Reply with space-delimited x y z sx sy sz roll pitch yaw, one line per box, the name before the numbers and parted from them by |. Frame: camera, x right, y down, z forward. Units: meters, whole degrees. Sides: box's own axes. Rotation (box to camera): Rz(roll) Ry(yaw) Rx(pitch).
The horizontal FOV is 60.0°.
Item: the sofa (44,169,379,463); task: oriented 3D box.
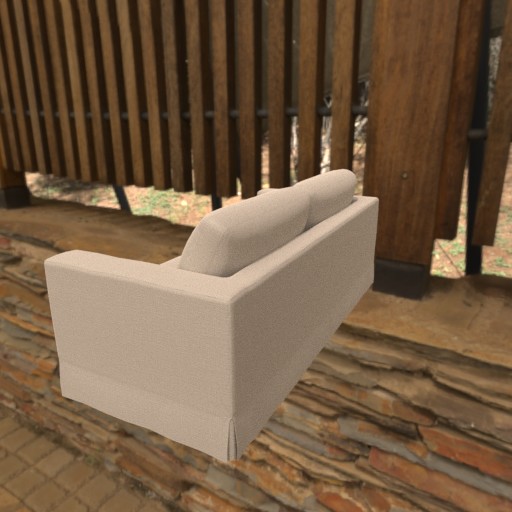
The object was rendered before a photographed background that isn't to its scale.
sofa | 0.000 0.000 2.632 0.954 0.881 2.163 9 20 26
